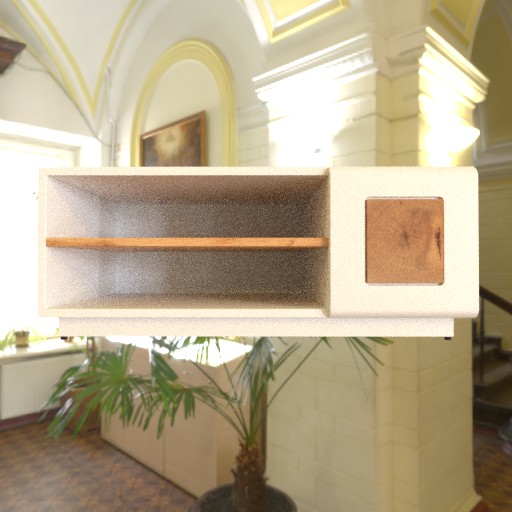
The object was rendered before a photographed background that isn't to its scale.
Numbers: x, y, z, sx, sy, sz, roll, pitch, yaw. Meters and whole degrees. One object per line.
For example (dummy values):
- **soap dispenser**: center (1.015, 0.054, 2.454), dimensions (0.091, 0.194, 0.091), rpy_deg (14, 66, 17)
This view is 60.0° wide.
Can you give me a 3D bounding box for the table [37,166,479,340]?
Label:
- **table**: center (0.000, 0.000, 1.406), dimensions (1.097, 0.442, 0.639), rpy_deg (0, -1, 0)
